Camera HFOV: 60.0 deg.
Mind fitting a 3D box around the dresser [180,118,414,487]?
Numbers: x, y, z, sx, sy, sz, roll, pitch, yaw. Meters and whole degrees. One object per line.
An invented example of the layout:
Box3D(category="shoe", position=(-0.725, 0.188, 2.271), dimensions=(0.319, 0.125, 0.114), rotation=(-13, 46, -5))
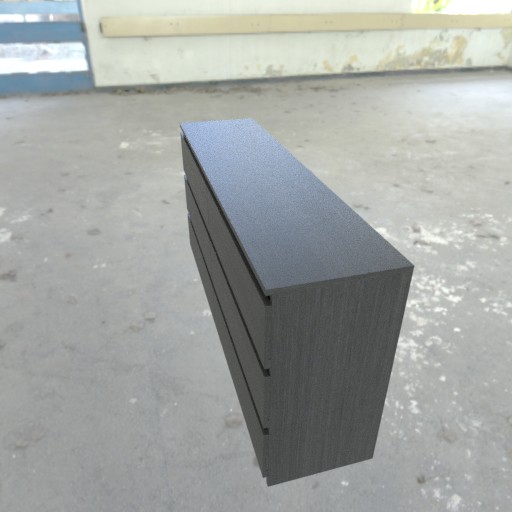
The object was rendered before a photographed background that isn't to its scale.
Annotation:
Box3D(category="dresser", position=(0.000, 0.000, 1.952), dimensions=(0.400, 0.795, 1.590), rotation=(-8, 32, -13))
